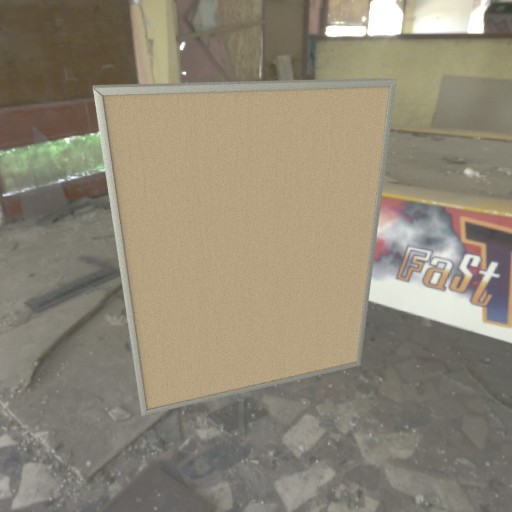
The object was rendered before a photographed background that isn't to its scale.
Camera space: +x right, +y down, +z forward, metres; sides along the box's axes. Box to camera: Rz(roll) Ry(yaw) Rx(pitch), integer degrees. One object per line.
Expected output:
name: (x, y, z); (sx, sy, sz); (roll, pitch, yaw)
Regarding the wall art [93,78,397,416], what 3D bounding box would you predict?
wall art: (0.000, 0.000, 0.756); (0.445, 0.553, 0.039); (-8, 27, -16)
